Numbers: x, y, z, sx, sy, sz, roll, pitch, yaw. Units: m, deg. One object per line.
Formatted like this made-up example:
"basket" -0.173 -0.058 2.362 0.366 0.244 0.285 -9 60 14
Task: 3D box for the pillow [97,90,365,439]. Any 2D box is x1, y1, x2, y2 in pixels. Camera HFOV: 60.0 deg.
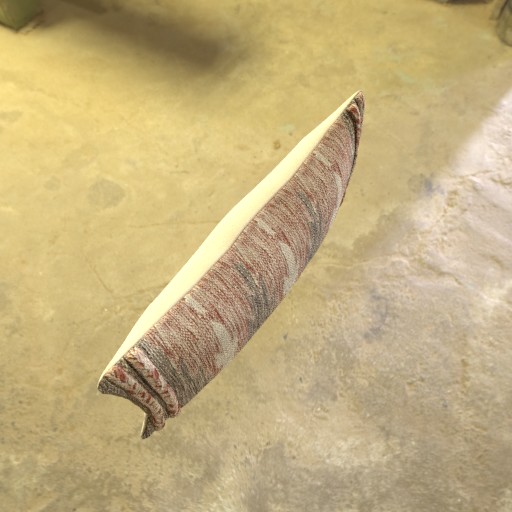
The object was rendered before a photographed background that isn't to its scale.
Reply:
"pillow" 0.000 0.000 0.731 0.139 0.282 0.635 31 63 18
